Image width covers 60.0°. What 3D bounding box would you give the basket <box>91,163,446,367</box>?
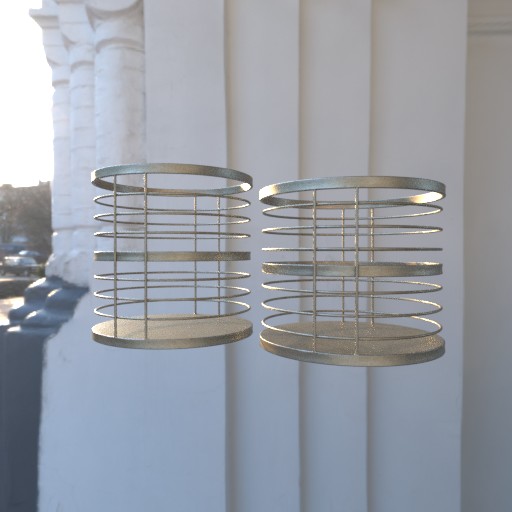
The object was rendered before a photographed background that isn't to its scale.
[{"bbox_3d":[0.000,0.000,0.947,0.746,0.351,0.356,0,0,19],"label":"basket"}]
